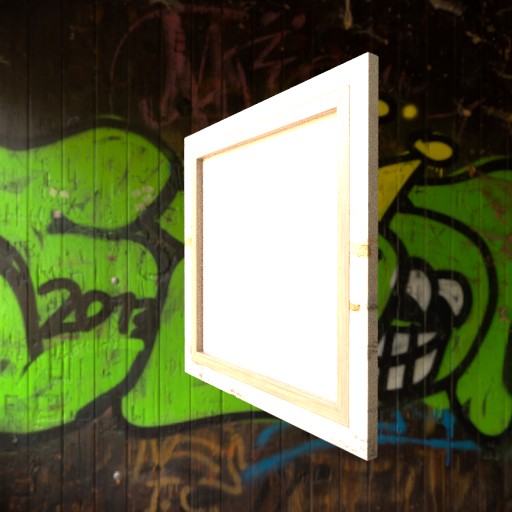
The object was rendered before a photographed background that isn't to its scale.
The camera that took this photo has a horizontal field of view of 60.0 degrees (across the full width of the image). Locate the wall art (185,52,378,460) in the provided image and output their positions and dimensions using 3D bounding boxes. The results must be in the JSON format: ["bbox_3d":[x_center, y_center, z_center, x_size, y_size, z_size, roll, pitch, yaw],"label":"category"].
[{"bbox_3d":[0.000,0.000,1.527,0.040,1.018,1.015,0,1,-35],"label":"wall art"}]
